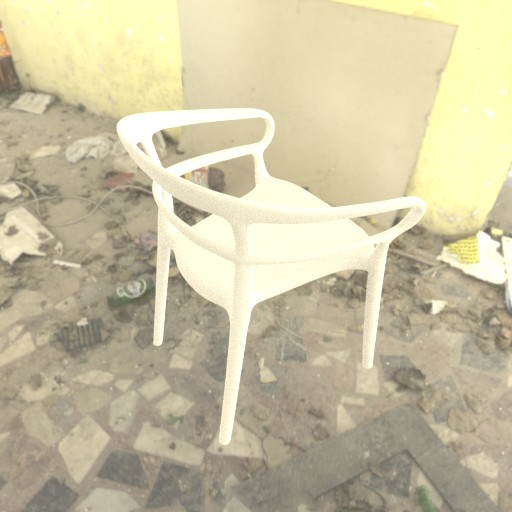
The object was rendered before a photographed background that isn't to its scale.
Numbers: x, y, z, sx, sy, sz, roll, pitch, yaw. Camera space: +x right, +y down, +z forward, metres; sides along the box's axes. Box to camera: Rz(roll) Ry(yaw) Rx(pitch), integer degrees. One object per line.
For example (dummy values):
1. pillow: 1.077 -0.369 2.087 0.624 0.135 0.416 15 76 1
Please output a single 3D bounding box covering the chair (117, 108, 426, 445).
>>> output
1. chair: 0.000 0.000 1.130 0.527 0.761 0.559 -25 47 -26
